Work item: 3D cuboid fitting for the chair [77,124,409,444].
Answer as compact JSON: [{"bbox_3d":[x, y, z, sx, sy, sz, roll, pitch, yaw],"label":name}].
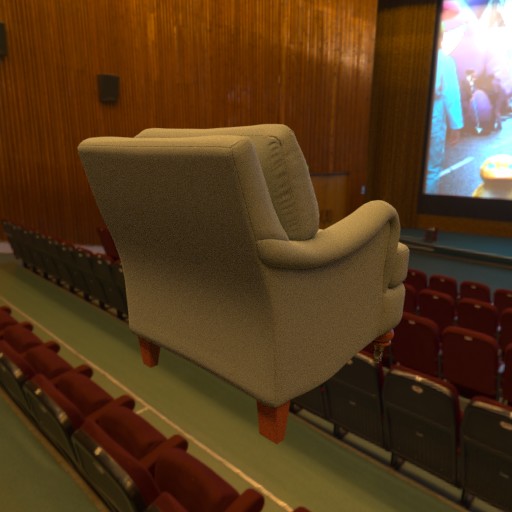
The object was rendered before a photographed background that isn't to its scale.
[{"bbox_3d":[0.000,0.000,1.871,0.955,1.038,1.070,13,20,42],"label":"chair"}]
